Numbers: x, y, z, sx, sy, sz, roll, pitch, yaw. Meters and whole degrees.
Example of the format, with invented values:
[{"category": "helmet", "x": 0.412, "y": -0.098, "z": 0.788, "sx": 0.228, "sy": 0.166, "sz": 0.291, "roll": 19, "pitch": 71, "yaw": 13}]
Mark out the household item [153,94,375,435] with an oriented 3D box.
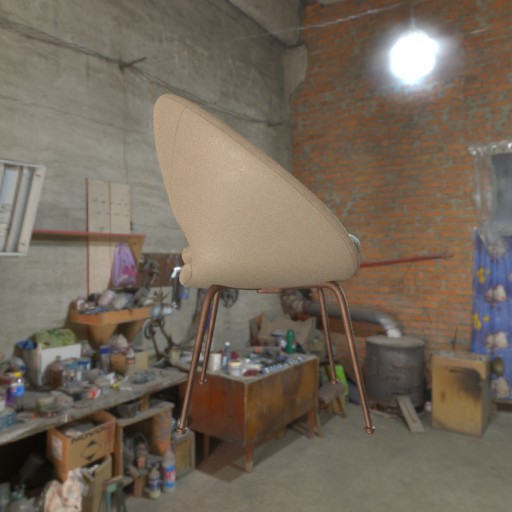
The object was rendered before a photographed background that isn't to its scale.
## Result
[{"category": "household item", "x": 0.000, "y": 0.000, "z": 1.278, "sx": 0.573, "sy": 0.852, "sz": 0.623, "roll": 0, "pitch": -2, "yaw": -1}]
